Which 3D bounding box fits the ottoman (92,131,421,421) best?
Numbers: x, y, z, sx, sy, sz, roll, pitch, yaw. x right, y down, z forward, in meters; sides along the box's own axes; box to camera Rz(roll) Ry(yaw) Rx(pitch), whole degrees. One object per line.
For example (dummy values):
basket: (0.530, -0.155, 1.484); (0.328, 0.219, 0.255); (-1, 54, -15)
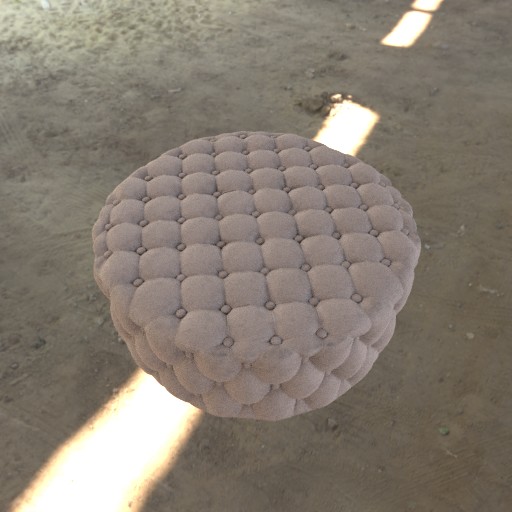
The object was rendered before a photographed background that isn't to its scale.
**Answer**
ottoman: (0.000, 0.000, 1.477); (0.998, 0.399, 0.998); (0, 47, 0)
